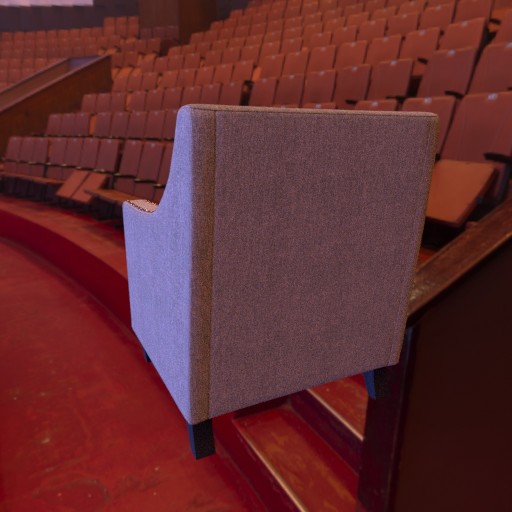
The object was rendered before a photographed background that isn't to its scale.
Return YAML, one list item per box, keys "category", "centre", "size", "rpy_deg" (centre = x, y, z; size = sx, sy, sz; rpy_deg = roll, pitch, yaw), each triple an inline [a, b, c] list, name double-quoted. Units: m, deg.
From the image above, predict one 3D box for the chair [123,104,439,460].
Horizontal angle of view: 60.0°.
- category: "chair"
  centre: [0.000, 0.000, 1.594]
  size: [0.776, 0.967, 0.884]
  rpy_deg: [-8, 17, -26]
